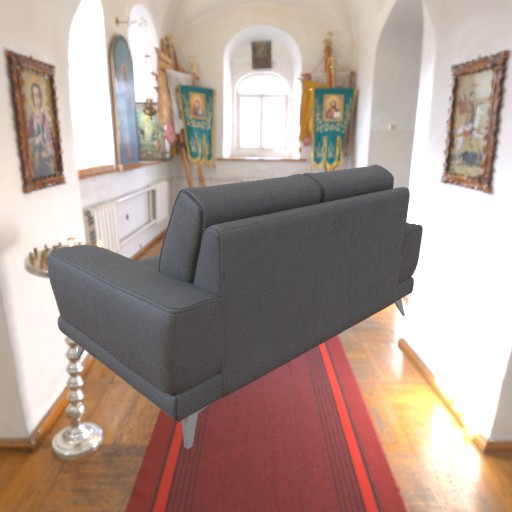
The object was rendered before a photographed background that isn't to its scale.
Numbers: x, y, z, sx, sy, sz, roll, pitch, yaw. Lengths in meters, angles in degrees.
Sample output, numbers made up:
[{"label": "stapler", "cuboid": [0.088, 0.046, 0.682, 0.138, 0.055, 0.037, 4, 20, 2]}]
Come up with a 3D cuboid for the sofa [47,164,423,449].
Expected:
[{"label": "sofa", "cuboid": [0.000, 0.000, 2.335, 1.806, 0.907, 1.018, -16, 23, -43]}]
